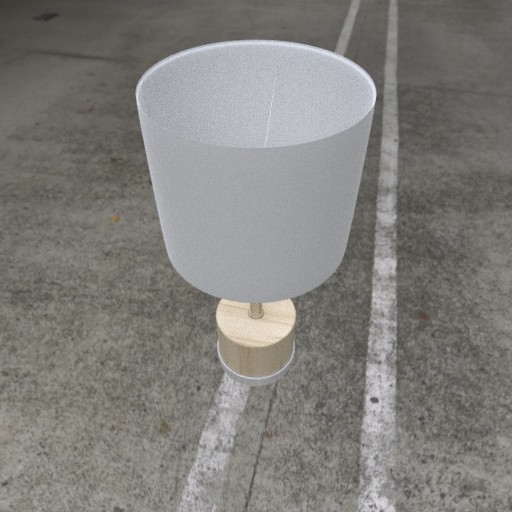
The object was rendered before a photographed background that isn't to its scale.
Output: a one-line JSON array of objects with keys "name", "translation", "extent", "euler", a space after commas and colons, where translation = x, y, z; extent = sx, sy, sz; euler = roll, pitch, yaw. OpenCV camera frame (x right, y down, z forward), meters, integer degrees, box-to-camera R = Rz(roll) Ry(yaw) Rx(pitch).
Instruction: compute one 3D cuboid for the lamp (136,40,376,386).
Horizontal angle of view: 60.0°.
[{"name": "lamp", "translation": [0.000, 0.000, 0.592], "extent": [0.229, 0.470, 0.229], "euler": [10, 46, 9]}]
